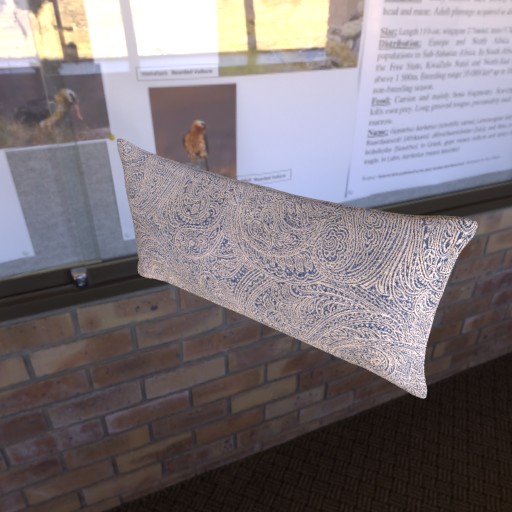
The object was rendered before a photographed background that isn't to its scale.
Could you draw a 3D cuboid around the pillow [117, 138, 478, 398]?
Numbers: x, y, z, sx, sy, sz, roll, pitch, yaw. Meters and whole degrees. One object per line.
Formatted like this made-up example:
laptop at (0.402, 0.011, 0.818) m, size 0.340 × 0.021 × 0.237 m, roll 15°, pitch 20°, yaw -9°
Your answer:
pillow at (0.000, 0.000, 0.730) m, size 0.615 × 0.295 × 0.151 m, roll 19°, pitch 36°, yaw 29°
